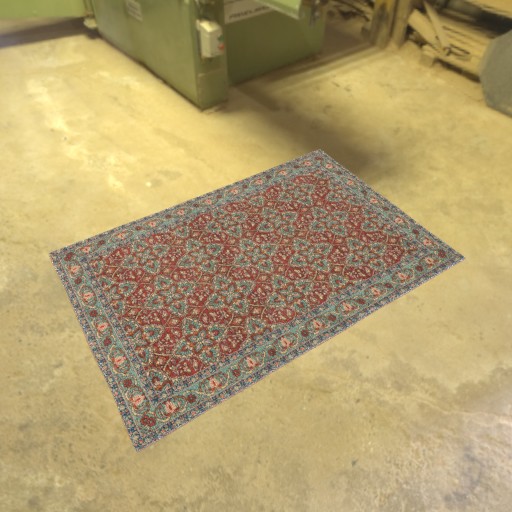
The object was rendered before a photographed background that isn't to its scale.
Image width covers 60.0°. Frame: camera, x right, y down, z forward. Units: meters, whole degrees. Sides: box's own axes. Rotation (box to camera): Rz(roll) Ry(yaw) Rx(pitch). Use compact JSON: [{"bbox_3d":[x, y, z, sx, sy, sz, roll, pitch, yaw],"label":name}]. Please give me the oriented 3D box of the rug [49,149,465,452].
[{"bbox_3d":[0.000,0.000,2.328,1.829,0.009,1.219,-25,51,-22],"label":"rug"}]
